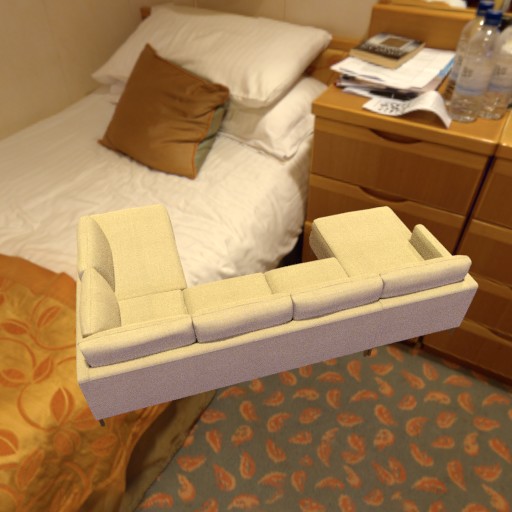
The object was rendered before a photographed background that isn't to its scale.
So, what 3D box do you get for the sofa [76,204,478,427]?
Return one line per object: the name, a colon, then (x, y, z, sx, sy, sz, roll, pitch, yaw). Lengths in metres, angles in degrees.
sofa: (0.000, 0.000, 3.576, 2.737, 0.756, 1.879, -11, 43, -12)
